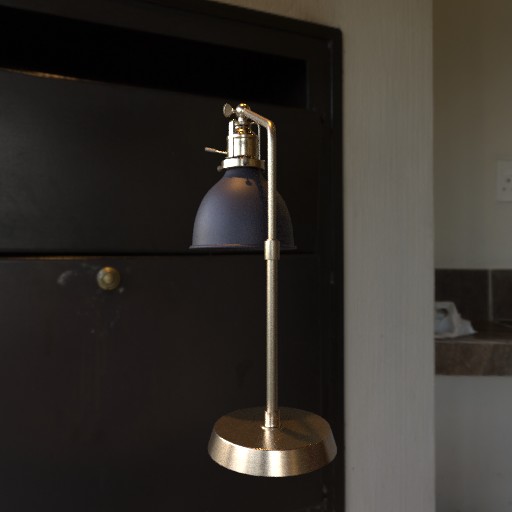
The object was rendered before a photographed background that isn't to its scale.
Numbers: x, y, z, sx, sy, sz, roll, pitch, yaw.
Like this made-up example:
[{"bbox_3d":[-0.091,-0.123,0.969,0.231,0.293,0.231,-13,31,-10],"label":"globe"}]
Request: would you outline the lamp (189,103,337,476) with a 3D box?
[{"bbox_3d":[0.000,0.000,0.601,0.160,0.456,0.291,0,0,-17],"label":"lamp"}]
